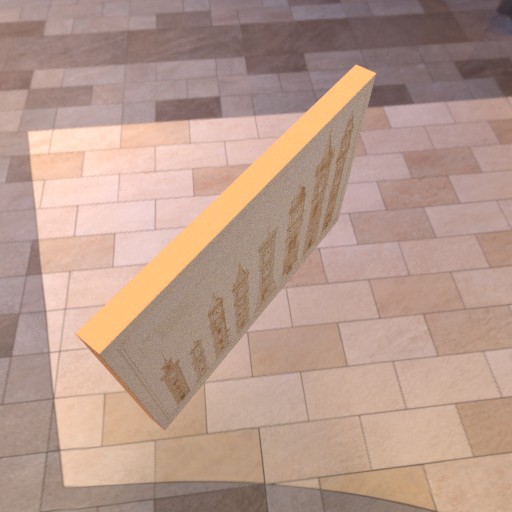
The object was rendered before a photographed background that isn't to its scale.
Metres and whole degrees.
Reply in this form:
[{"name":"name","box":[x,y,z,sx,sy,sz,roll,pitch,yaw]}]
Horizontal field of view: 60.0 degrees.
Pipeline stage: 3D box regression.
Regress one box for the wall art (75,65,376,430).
[{"name":"wall art","box":[0.000,0.000,0.786,0.039,0.407,0.609,33,63,19]}]
